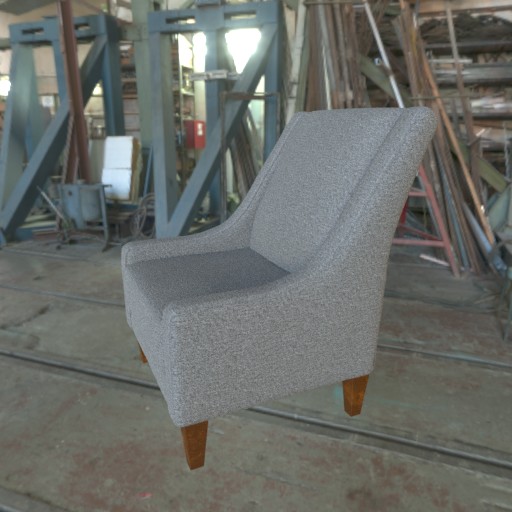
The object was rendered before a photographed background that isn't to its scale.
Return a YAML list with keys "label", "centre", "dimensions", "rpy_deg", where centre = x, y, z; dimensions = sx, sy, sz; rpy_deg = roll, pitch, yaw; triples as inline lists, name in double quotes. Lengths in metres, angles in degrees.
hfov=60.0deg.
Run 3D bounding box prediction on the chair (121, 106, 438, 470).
- label: "chair"
  centre: [0.000, 0.000, 1.598]
  dimensions: [0.870, 1.016, 0.774]
  rpy_deg: [-8, 18, -24]
